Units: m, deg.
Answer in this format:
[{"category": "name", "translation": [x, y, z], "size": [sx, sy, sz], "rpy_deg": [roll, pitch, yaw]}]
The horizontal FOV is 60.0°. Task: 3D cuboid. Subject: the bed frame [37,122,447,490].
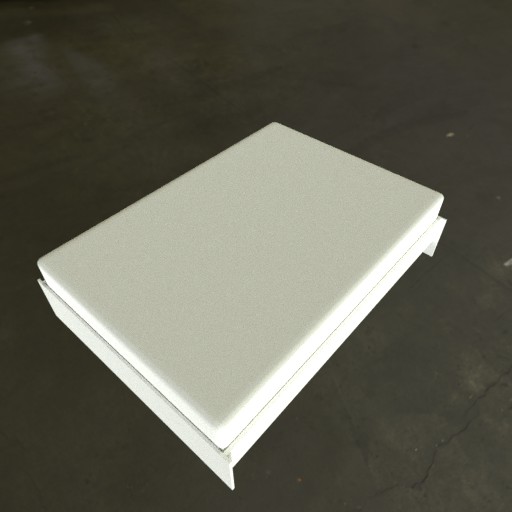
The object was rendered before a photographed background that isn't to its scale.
[{"category": "bed frame", "translation": [0.000, 0.000, 2.628], "size": [1.445, 0.497, 1.945], "rpy_deg": [32, 54, 28]}]
